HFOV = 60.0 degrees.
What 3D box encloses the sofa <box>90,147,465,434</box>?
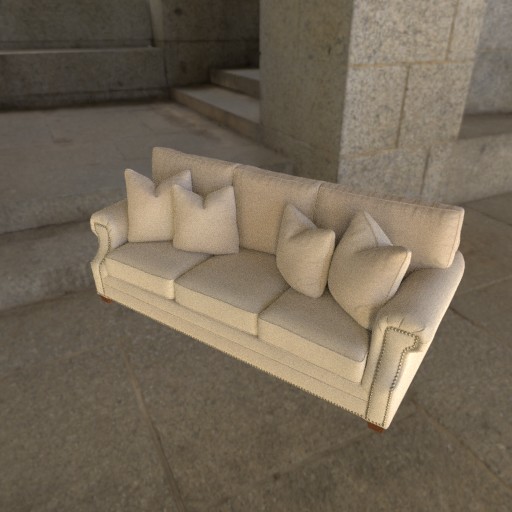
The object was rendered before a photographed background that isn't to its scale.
[{"bbox_3d":[0.000,0.000,2.801,2.312,0.975,0.965,18,33,29],"label":"sofa"}]
